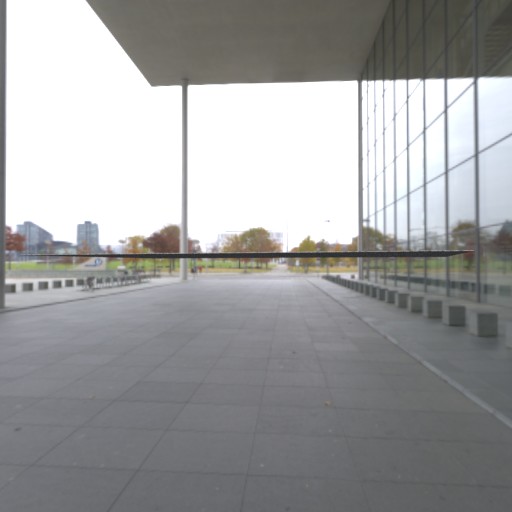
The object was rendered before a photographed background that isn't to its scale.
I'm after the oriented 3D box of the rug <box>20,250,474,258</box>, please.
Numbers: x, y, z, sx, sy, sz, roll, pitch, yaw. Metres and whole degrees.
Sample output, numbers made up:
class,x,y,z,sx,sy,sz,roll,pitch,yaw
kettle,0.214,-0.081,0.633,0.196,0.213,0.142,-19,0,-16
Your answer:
class,x,y,z,sx,sy,sz,roll,pitch,yaw
rug,0.000,0.000,2.951,2.439,0.005,1.524,0,-1,19
